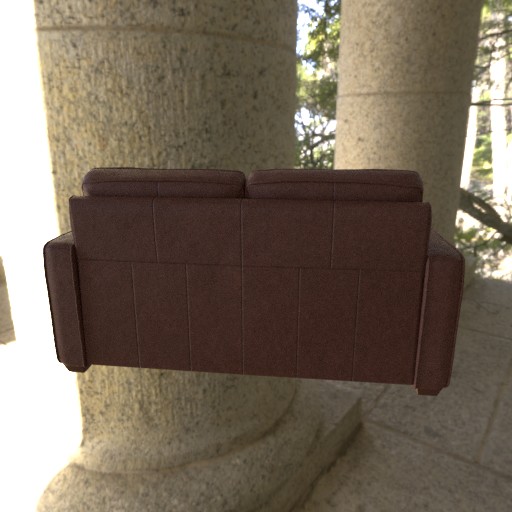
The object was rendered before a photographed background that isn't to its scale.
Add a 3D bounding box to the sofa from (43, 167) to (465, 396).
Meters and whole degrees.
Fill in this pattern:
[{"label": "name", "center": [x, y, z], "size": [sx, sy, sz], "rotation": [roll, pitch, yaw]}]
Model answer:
[{"label": "sofa", "center": [0.000, 0.000, 2.214], "size": [1.709, 0.918, 0.947], "rotation": [2, 16, 6]}]
